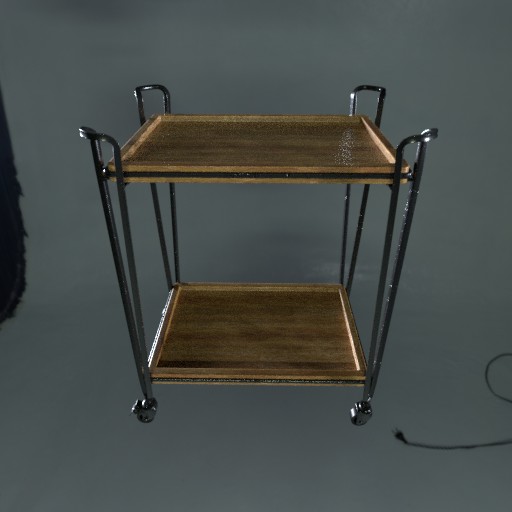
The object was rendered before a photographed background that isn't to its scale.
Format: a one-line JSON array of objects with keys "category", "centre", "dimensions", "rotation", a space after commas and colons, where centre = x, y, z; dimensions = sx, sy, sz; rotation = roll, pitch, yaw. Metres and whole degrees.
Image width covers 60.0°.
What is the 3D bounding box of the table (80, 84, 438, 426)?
[{"category": "table", "centre": [0.000, 0.000, 1.186], "dimensions": [0.672, 0.785, 0.505], "rotation": [1, 30, 1]}]
